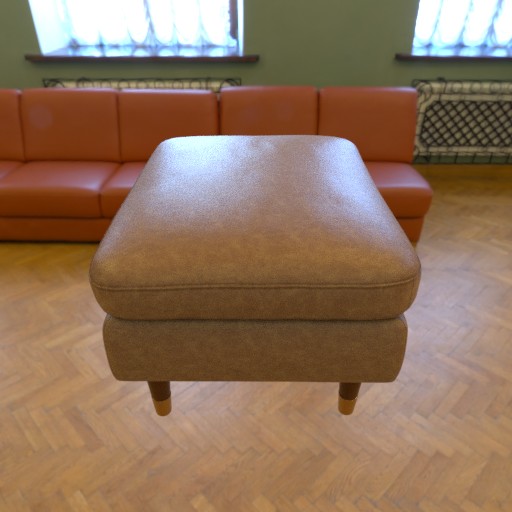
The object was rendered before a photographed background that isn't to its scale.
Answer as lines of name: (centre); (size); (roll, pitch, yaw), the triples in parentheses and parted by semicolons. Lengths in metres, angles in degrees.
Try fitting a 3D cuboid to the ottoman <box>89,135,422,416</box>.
ottoman: (0.000, 0.000, 1.124); (0.593, 0.478, 0.747); (0, 33, 0)
